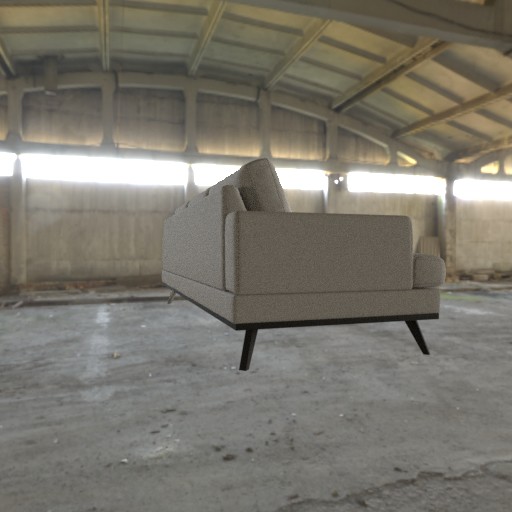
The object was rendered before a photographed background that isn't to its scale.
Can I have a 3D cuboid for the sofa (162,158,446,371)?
[{"bbox_3d":[0.000,0.000,2.774,0.920,0.810,2.310,0,1,-18],"label":"sofa"}]
